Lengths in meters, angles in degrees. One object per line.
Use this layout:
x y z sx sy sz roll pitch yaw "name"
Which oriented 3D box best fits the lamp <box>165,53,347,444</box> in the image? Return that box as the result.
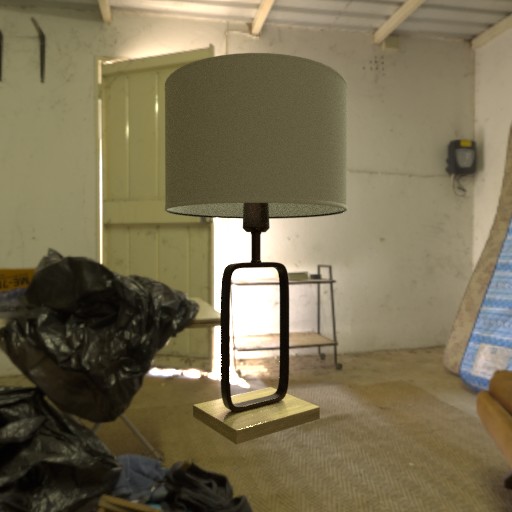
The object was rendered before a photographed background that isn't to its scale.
0.000 0.000 0.693 0.279 0.508 0.279 0 1 -36 "lamp"
